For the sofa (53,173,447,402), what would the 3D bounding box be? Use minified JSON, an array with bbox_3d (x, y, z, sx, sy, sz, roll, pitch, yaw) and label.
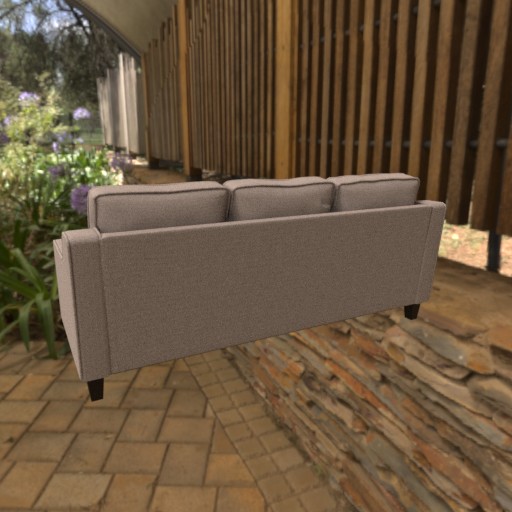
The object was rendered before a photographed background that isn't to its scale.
[{"bbox_3d":[0.000,0.000,2.629,2.129,0.950,0.899,-8,16,-27],"label":"sofa"}]
